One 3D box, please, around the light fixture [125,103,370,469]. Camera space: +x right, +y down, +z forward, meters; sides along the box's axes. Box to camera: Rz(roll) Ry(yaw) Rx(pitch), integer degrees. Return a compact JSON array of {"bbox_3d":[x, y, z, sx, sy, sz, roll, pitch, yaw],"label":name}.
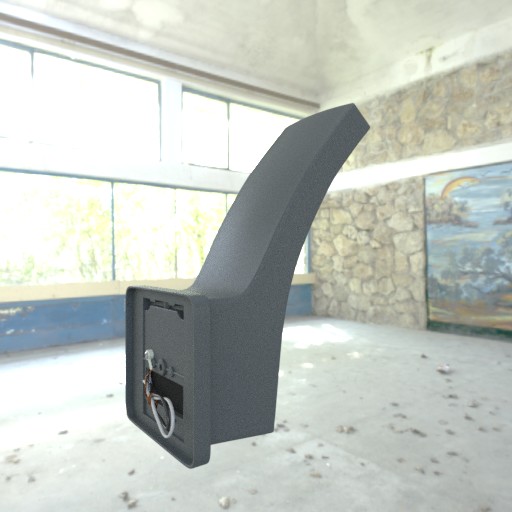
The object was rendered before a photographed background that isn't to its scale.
[{"bbox_3d":[0.000,0.000,0.339,0.174,0.243,0.108,0,0,-36],"label":"light fixture"}]
